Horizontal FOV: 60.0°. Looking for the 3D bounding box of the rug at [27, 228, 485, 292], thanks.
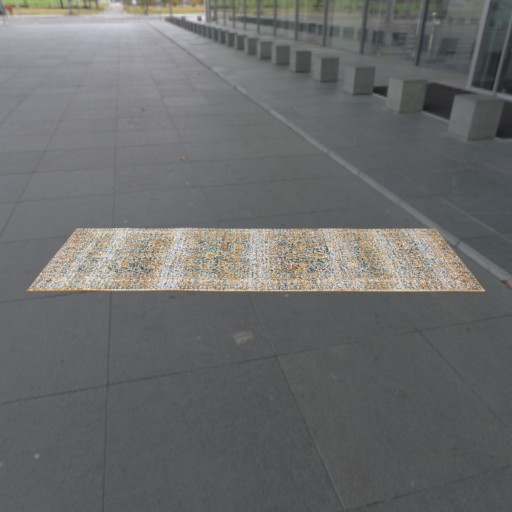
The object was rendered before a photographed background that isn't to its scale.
[{"bbox_3d":[0.000,0.000,2.515,2.294,0.014,0.704,0,30,0],"label":"rug"}]
